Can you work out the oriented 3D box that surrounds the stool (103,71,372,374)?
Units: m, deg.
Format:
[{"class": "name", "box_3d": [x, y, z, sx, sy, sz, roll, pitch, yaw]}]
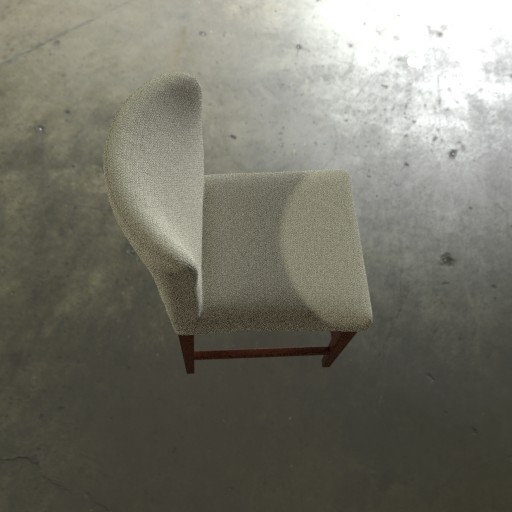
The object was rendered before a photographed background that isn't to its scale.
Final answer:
[{"class": "stool", "box_3d": [0.000, 0.000, 1.254, 0.568, 0.969, 0.481, -2, 63, -1]}]
